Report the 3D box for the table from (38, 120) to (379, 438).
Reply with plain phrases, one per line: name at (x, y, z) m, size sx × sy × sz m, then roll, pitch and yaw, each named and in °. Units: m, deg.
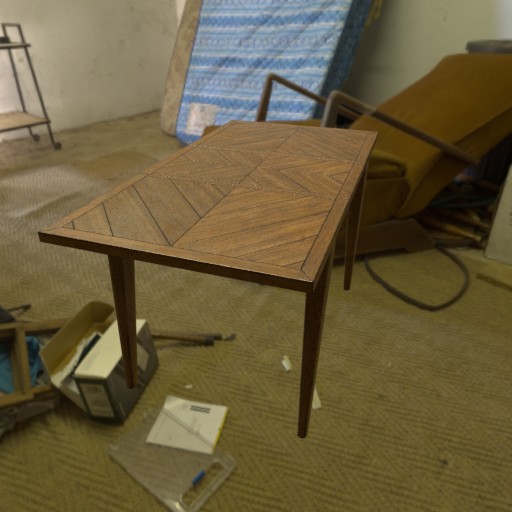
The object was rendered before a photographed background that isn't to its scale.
table at (0.000, 0.000, 1.847) m, size 0.757 × 0.760 × 1.400 m, roll 10°, pitch 31°, yaw 17°
